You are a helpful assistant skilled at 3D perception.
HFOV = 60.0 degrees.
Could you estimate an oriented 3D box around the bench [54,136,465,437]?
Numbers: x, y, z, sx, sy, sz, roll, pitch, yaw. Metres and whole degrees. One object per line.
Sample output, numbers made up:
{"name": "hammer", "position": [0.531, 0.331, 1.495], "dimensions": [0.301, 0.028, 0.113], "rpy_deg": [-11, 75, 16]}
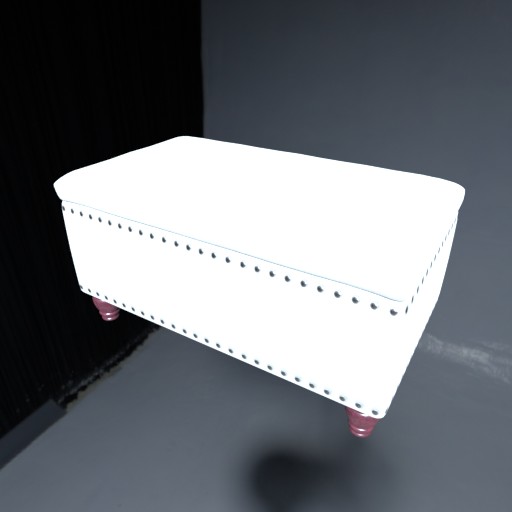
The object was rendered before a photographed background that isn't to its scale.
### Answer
{"name": "bench", "position": [0.000, 0.000, 1.179], "dimensions": [0.887, 0.449, 0.500], "rpy_deg": [17, 33, 27]}
